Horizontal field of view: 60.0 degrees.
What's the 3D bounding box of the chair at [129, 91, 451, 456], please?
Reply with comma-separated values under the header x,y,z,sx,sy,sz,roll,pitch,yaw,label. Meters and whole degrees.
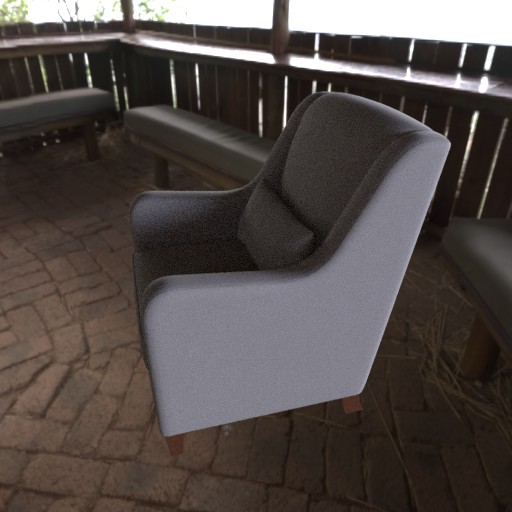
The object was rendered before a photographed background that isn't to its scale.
x,y,z,sx,sy,sz,roll,pitch,yaw,label
0.000,0.000,1.565,0.863,1.010,0.715,-8,31,-14,chair
